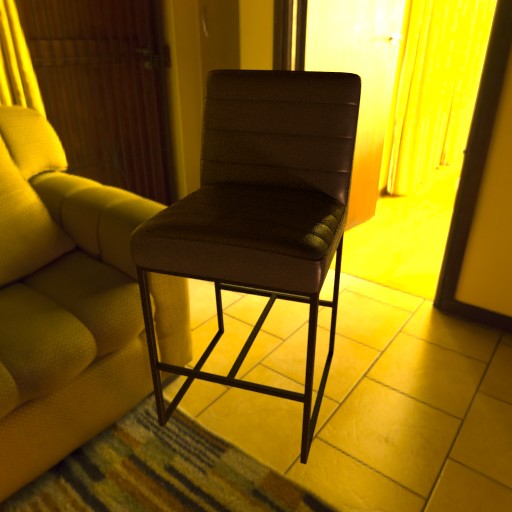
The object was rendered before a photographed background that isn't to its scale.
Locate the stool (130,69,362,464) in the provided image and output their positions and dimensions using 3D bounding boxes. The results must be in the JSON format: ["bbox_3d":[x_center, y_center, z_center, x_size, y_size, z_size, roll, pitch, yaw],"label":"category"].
[{"bbox_3d":[0.000,0.000,1.244,0.457,0.938,0.552,8,27,16],"label":"stool"}]
